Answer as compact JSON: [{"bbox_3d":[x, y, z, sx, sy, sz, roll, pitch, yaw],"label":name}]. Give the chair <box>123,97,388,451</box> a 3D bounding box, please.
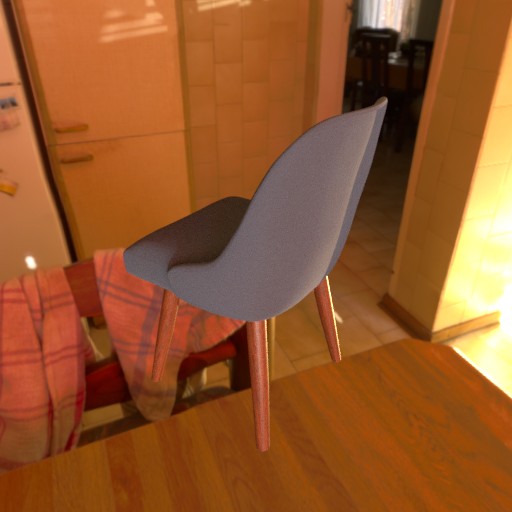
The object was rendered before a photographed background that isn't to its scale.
[{"bbox_3d":[0.000,0.000,1.236,0.589,0.882,0.503,21,36,31],"label":"chair"}]
